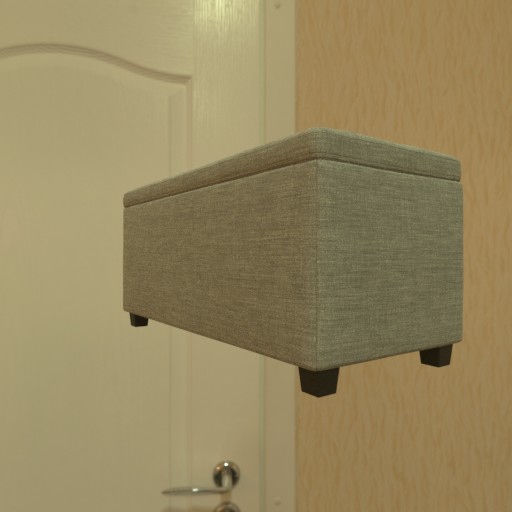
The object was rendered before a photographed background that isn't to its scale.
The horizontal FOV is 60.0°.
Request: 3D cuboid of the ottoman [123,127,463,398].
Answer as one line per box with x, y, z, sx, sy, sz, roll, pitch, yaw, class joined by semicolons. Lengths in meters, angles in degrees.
0.000;0.000;1.125;0.419;0.432;0.902;0;0;-35;ottoman
